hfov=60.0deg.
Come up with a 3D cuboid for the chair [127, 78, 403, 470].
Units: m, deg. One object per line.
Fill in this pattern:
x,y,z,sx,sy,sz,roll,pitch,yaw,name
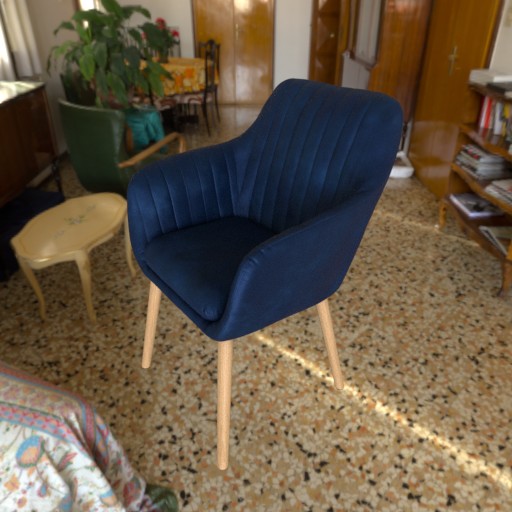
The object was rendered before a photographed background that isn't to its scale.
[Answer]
0.000,0.000,1.203,0.573,0.826,0.578,-21,36,-32,chair
